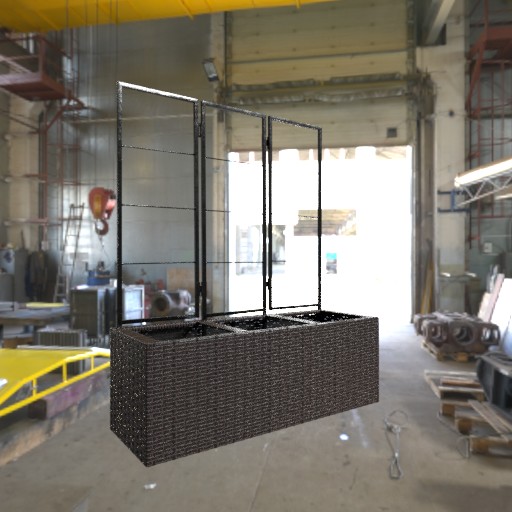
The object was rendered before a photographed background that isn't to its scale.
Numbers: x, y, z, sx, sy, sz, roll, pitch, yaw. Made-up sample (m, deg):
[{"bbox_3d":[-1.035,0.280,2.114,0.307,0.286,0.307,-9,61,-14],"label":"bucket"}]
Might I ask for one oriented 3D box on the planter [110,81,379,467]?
[{"bbox_3d":[0.000,0.000,1.174,0.699,0.841,0.244,0,0,-35],"label":"planter"}]
